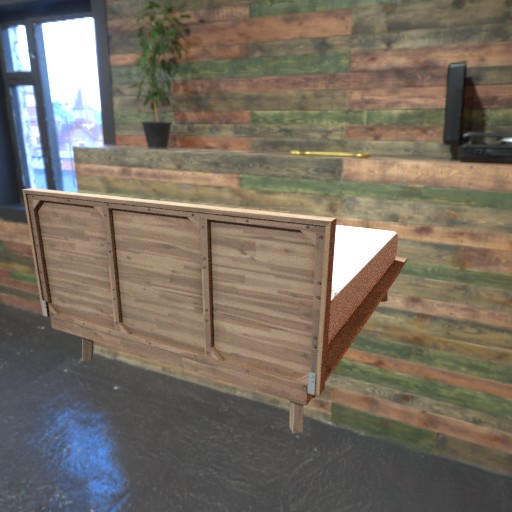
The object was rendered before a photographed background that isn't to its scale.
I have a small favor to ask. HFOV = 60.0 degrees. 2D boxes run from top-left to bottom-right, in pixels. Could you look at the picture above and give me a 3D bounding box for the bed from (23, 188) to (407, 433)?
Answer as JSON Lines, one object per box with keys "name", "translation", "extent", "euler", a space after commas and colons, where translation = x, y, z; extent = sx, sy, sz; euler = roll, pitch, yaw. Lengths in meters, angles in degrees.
{"name": "bed", "translation": [0.000, 0.000, 3.078], "extent": [1.759, 1.071, 2.145], "euler": [9, 19, 27]}
